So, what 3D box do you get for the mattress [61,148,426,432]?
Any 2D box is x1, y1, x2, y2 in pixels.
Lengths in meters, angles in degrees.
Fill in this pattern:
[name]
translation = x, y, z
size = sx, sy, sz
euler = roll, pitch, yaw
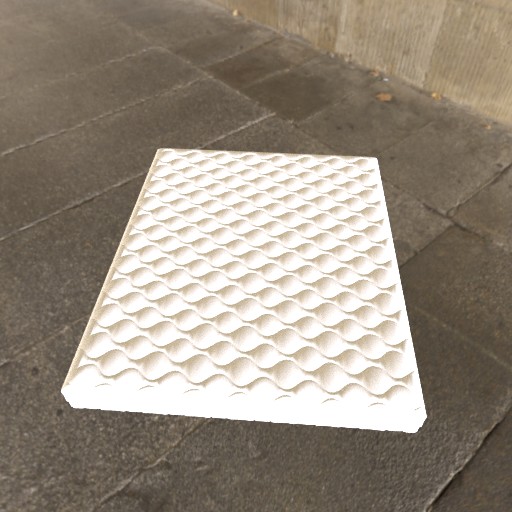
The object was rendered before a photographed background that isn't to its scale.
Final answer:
[mattress]
translation = 0.000, 0.000, 2.610
size = 1.600, 0.200, 1.900
euler = 3, 47, 3
